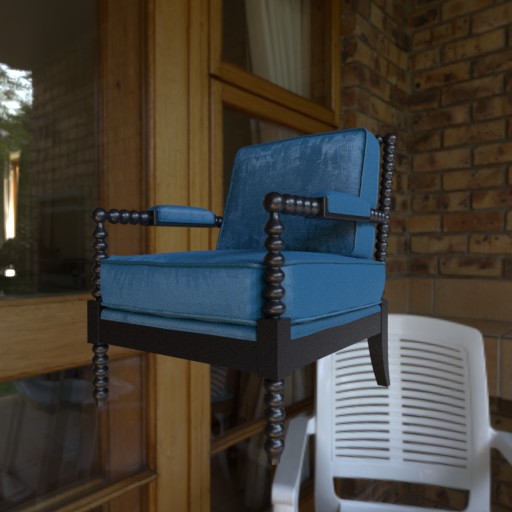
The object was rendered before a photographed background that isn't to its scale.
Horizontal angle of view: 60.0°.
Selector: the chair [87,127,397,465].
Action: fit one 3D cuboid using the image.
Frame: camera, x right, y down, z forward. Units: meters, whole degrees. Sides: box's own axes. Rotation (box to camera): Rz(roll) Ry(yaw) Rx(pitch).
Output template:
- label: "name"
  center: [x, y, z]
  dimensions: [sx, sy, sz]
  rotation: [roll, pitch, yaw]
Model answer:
- label: "chair"
  center: [0.000, 0.000, 1.389]
  dimensions: [0.688, 0.857, 0.805]
  rotation: [0, 1, 35]
